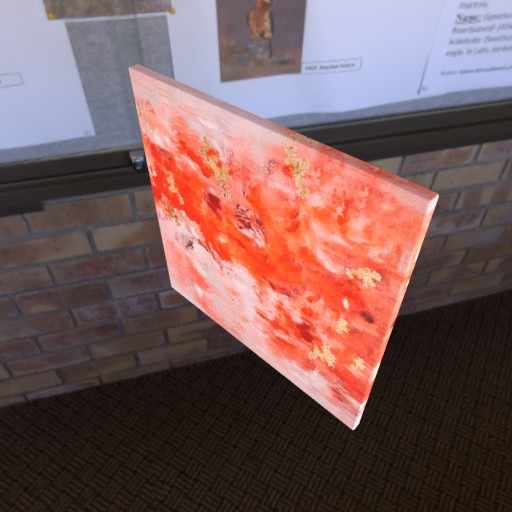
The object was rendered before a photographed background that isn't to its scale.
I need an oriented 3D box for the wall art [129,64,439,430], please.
[{"bbox_3d":[0.000,0.000,1.295,0.878,0.878,0.066,33,53,29],"label":"wall art"}]
